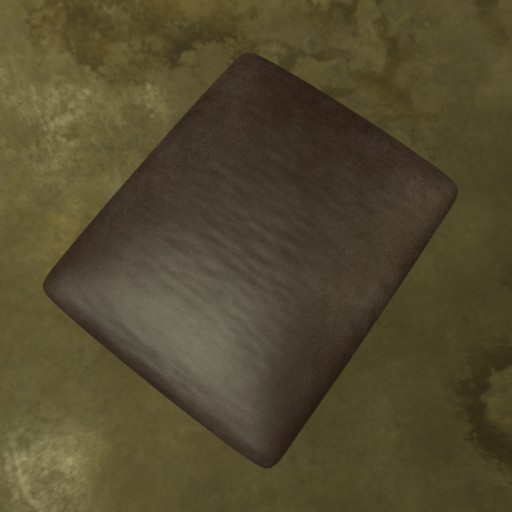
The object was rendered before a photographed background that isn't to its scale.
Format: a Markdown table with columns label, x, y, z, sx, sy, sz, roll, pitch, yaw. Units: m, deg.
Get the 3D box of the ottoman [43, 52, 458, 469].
| label | x | y | z | sx | sy | sz | roll | pitch | yaw |
| --- | --- | --- | --- | --- | --- | --- | --- | --- | --- |
| ottoman | 0.000 | 0.000 | 1.214 | 0.670 | 0.569 | 0.806 | 36 | 79 | 8 |
